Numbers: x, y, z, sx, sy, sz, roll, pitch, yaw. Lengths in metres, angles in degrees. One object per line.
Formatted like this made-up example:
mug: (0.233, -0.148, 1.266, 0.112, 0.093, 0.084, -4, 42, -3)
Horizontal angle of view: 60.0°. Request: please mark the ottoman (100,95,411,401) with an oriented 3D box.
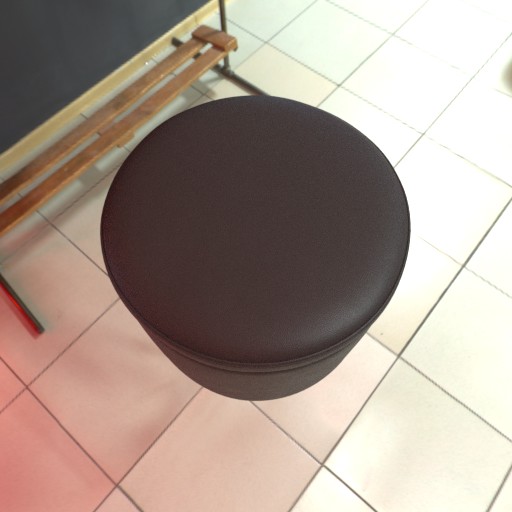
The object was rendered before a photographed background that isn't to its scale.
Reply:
ottoman: (0.000, 0.000, 0.864, 0.500, 0.409, 0.500, 0, 65, 0)
